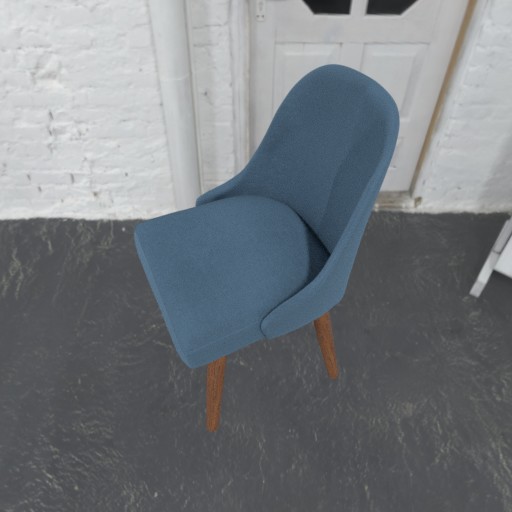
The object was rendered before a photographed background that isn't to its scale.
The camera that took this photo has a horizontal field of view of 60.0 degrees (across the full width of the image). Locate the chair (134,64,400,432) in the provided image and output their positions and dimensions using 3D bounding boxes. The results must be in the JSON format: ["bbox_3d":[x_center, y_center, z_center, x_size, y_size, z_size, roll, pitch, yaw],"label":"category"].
[{"bbox_3d":[0.000,0.000,1.225,0.589,0.882,0.503,-18,49,-16],"label":"chair"}]
